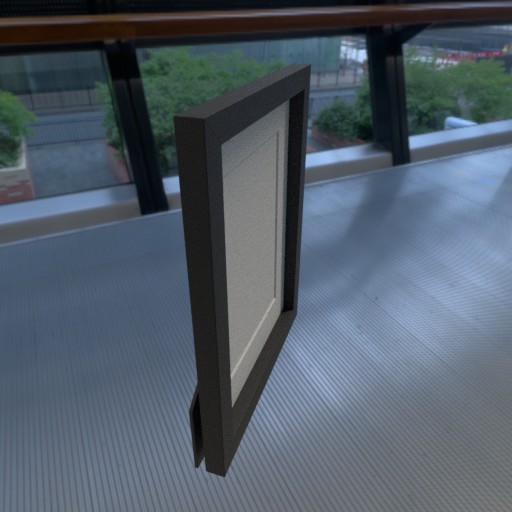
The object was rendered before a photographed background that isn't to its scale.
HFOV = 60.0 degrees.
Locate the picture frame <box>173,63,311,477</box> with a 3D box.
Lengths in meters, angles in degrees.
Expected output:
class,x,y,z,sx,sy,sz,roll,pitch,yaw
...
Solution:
class,x,y,z,sx,sy,sz,roll,pitch,yaw
picture frame,0.000,0.000,0.517,0.036,0.383,0.307,10,31,17
